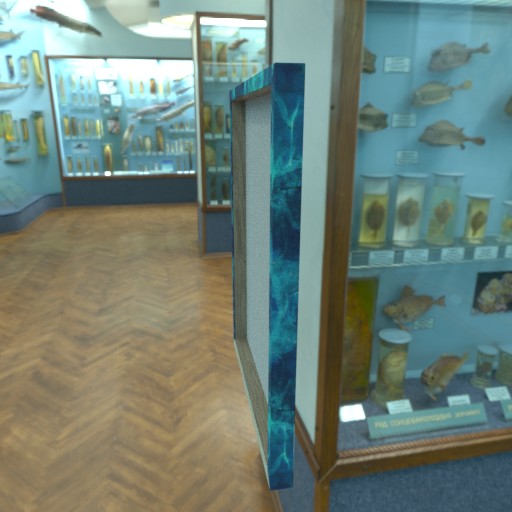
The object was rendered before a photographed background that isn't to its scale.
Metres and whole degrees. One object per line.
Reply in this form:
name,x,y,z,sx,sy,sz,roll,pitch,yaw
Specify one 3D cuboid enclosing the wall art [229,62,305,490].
wall art,0.000,0.000,0.863,0.038,0.635,0.508,-3,17,-9
